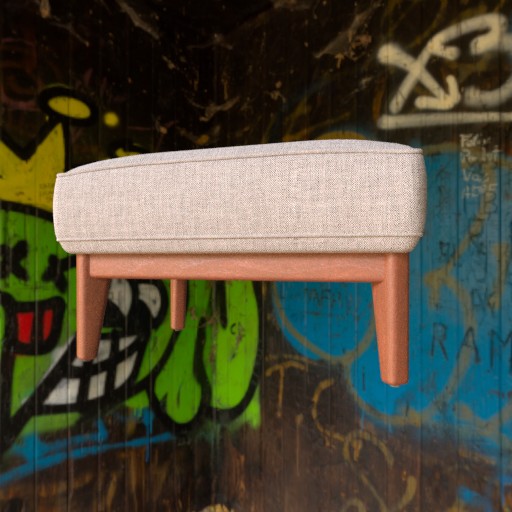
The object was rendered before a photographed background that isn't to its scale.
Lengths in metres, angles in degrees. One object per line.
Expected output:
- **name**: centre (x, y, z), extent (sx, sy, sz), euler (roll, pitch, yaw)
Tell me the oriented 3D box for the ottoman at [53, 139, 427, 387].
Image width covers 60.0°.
- **ottoman**: centre (0.000, 0.000, 1.076), extent (0.750, 0.458, 0.555), euler (0, 0, 17)
